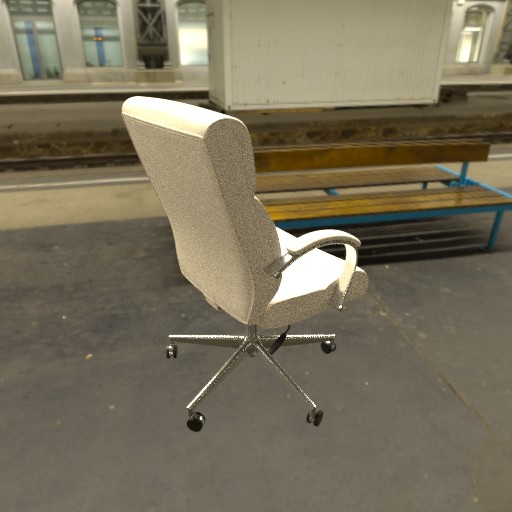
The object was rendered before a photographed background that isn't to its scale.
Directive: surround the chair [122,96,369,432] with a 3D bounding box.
[{"bbox_3d":[0.000,0.000,1.613,0.745,1.099,0.727,-18,31,-32],"label":"chair"}]
